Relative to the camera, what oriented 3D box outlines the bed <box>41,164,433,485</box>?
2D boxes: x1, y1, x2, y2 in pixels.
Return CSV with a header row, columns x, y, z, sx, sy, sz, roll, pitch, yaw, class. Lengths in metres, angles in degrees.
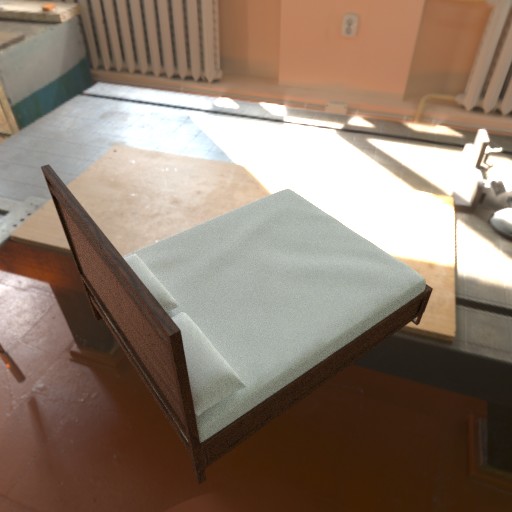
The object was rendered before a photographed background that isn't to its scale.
x,y,z,sx,sy,sz,roll,pitch,yaw,class
0.000,0.000,3.370,2.218,1.487,1.765,-26,47,-27,bed
